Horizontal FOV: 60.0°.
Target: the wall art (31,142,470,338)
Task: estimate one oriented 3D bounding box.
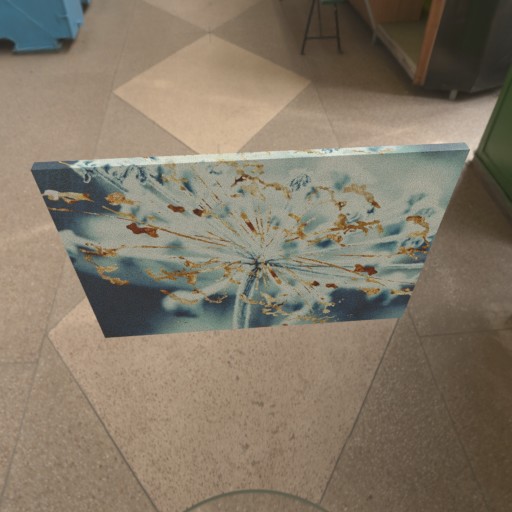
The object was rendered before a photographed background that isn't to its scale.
[{"bbox_3d":[0.000,0.000,1.431,1.138,0.759,0.035,-3,47,-3],"label":"wall art"}]
